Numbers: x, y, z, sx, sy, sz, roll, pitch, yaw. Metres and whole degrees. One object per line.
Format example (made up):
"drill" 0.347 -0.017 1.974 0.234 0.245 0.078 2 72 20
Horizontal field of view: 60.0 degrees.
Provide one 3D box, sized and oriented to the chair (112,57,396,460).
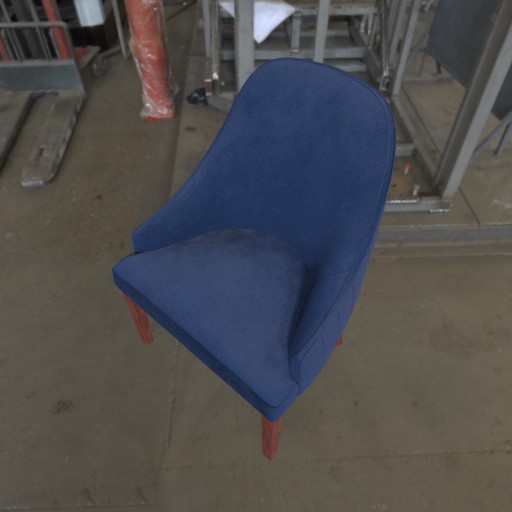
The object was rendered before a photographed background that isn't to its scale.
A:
"chair" 0.000 0.000 1.238 0.643 0.889 0.575 34 56 27
